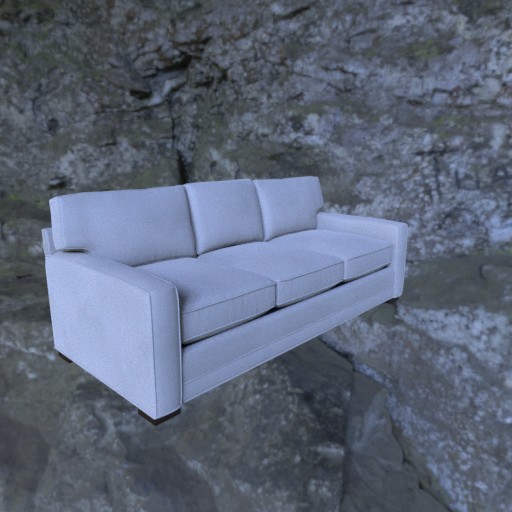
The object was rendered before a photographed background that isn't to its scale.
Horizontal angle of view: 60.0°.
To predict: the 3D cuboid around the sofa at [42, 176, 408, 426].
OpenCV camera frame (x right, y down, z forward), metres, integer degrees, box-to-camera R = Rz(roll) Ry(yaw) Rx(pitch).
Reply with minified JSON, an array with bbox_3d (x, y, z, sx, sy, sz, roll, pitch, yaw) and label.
[{"bbox_3d":[0.000,0.000,2.644,0.935,0.862,2.088,13,18,42],"label":"sofa"}]
